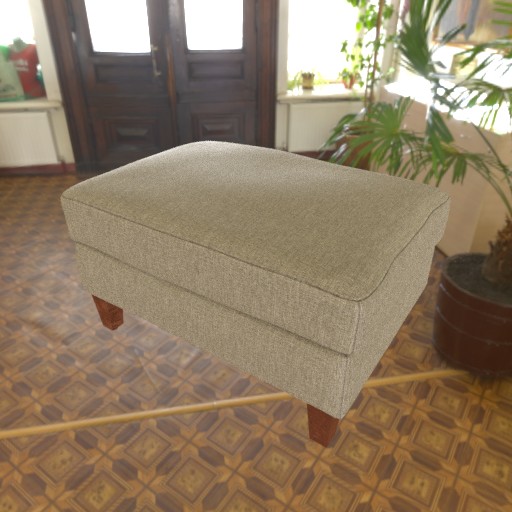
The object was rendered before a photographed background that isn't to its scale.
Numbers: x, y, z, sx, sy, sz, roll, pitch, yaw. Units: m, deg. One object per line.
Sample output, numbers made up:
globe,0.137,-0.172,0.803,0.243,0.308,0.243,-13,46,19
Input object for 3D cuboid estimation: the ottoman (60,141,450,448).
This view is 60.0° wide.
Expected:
ottoman,0.000,0.000,1.266,0.873,0.494,0.639,19,35,29
